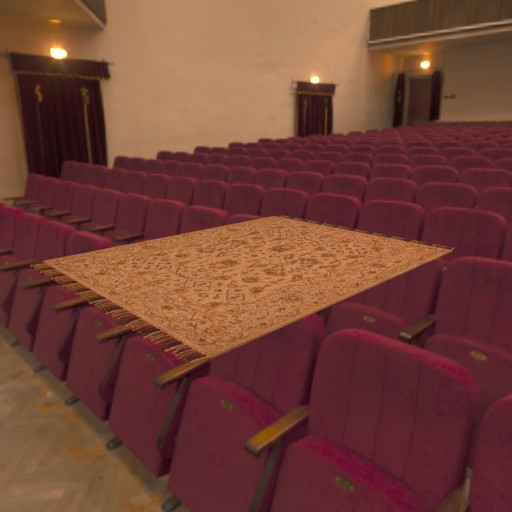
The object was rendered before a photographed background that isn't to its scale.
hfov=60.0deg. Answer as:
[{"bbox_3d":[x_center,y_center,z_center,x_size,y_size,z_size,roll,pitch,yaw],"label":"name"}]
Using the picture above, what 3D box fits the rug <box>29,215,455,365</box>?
[{"bbox_3d":[0.000,0.000,2.198,1.726,0.009,1.278,-15,22,-42],"label":"rug"}]
